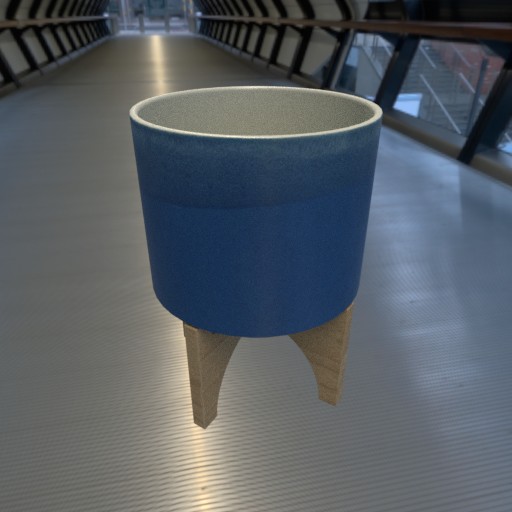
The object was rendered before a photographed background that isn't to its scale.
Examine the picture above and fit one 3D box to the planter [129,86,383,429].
[{"bbox_3d":[0.000,0.000,0.560,0.261,0.367,0.261,0,29,0],"label":"planter"}]
